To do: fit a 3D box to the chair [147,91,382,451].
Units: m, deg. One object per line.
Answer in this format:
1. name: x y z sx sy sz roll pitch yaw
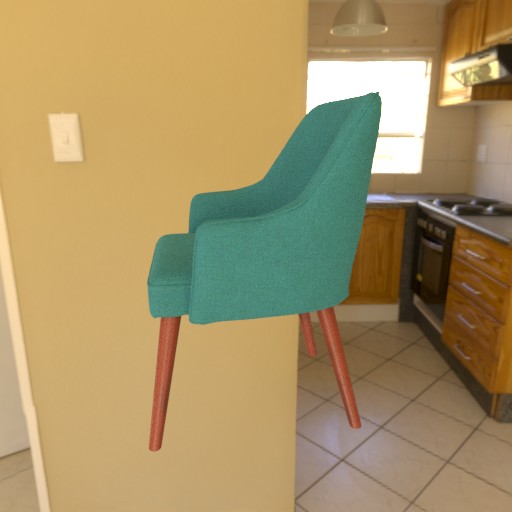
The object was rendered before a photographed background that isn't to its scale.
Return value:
1. chair: 0.000 0.000 1.231 0.605 0.849 0.548 -2 15 -9
